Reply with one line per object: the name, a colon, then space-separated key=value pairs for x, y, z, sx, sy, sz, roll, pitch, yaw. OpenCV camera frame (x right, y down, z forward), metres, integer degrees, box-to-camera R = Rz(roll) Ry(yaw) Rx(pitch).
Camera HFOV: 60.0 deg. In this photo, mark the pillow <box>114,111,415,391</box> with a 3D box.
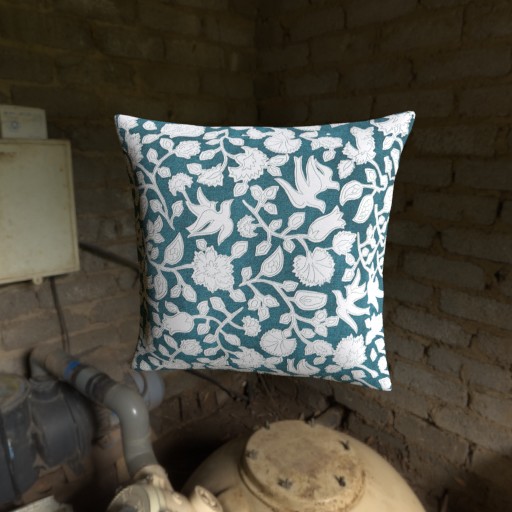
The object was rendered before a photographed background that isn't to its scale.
pillow: x=0.000 y=0.000 z=0.824 sx=0.525 sy=0.508 sz=0.166 roll=2 pitch=15 yaw=9
